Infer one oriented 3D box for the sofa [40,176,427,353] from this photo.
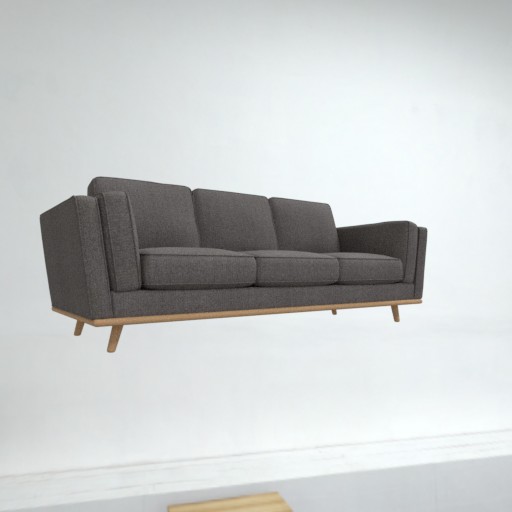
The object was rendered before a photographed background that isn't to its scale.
[{"bbox_3d":[0.000,0.000,2.779,2.362,0.899,0.903,1,-2,-35],"label":"sofa"}]
